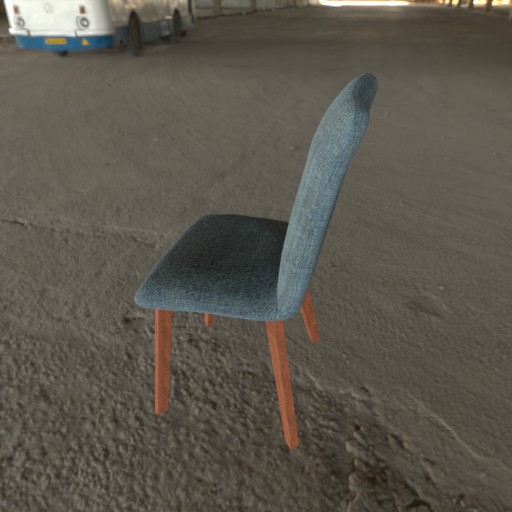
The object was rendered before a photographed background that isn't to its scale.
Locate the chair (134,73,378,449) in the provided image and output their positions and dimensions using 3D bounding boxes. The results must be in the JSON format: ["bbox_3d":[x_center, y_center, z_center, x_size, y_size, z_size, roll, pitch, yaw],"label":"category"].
[{"bbox_3d":[0.000,0.000,1.305,0.563,0.974,0.522,8,32,13],"label":"chair"}]
